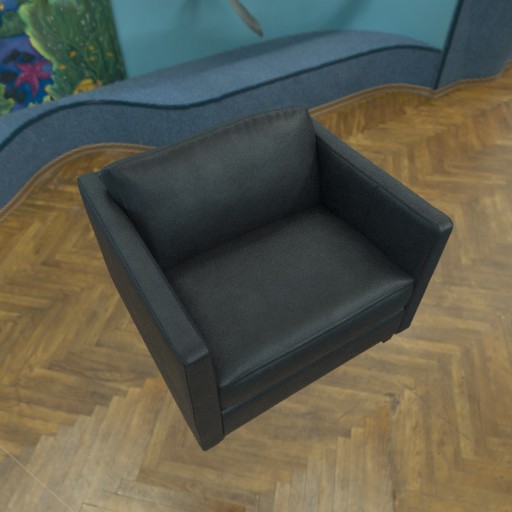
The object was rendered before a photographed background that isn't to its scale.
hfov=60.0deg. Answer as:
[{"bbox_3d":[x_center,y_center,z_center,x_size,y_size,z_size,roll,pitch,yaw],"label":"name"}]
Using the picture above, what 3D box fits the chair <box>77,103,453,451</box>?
[{"bbox_3d":[0.000,0.000,1.612,0.939,0.811,0.862,-24,51,-21],"label":"chair"}]
